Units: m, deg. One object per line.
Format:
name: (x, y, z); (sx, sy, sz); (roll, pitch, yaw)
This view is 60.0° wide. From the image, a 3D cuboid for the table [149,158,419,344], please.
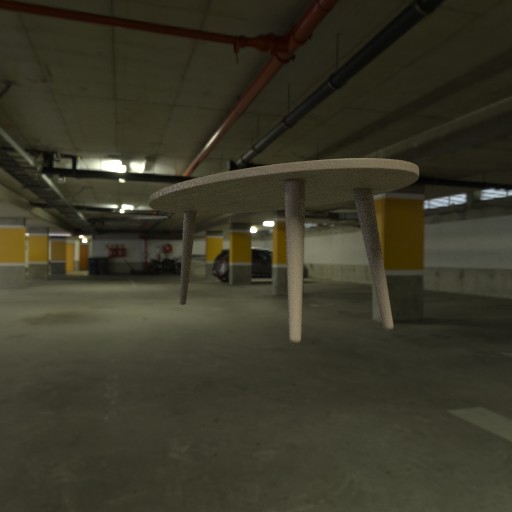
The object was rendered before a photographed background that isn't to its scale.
table: (0.000, 0.000, 1.364); (0.542, 0.390, 1.083); (0, 0, -35)
